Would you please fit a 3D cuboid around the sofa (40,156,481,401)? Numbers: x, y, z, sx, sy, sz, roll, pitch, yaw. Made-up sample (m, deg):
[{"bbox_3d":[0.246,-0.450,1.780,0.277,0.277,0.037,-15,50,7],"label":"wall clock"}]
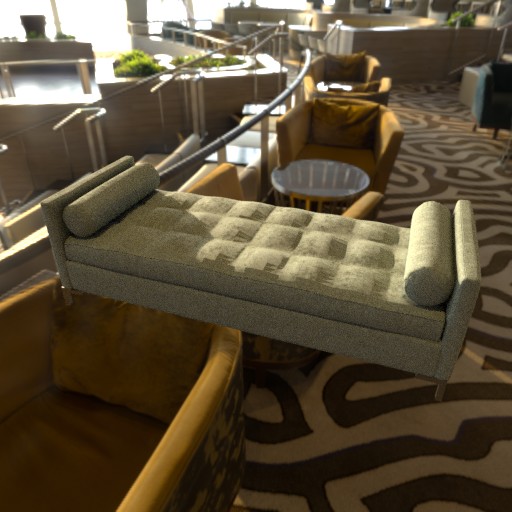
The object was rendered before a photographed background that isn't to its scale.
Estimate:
[{"bbox_3d":[0.000,0.000,2.429,2.102,0.657,0.797,11,33,17],"label":"sofa"}]
